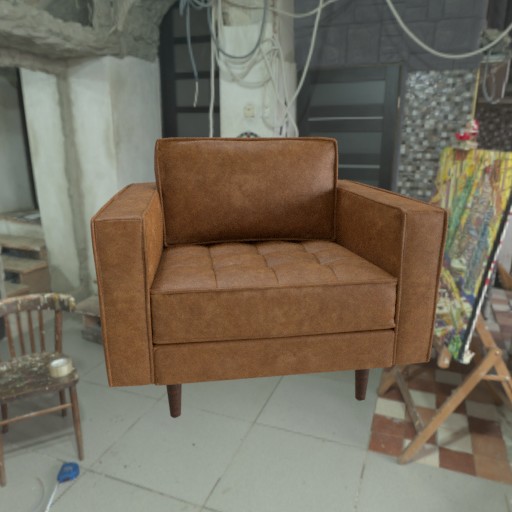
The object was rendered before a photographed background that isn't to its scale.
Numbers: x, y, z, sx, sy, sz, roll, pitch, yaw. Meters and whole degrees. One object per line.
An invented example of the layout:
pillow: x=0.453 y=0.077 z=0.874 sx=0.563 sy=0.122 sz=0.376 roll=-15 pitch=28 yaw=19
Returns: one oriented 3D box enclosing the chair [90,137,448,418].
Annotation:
chair: x=0.000 y=0.000 z=1.484 sx=0.928 sy=0.767 sz=0.798 roll=-2 pitch=16 yaw=-8
